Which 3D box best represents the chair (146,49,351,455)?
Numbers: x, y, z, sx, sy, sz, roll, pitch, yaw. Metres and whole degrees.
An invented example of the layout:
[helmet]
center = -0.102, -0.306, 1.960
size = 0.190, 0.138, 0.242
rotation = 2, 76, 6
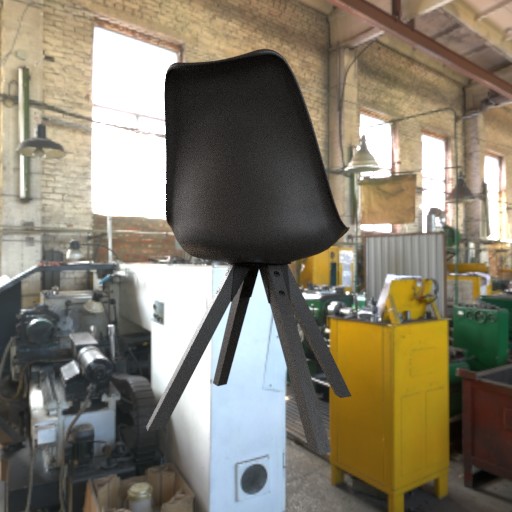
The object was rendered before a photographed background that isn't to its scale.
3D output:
[chair]
center = 0.000, 0.000, 1.191
size = 0.485, 0.850, 0.550
rotation = 0, -1, 18
